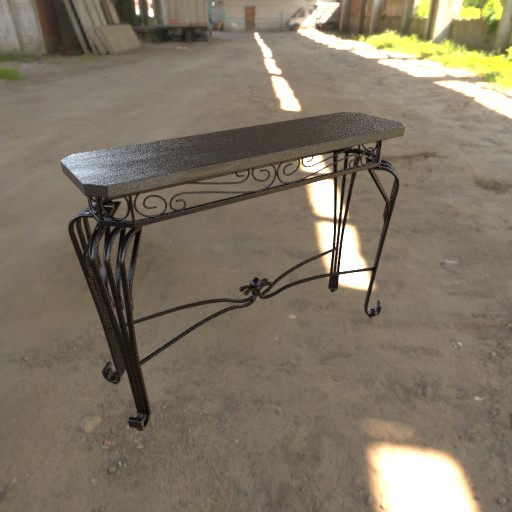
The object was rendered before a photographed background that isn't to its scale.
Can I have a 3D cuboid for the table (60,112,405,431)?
[{"bbox_3d":[0.000,0.000,1.520,1.112,0.800,0.329,-18,34,-29],"label":"table"}]
